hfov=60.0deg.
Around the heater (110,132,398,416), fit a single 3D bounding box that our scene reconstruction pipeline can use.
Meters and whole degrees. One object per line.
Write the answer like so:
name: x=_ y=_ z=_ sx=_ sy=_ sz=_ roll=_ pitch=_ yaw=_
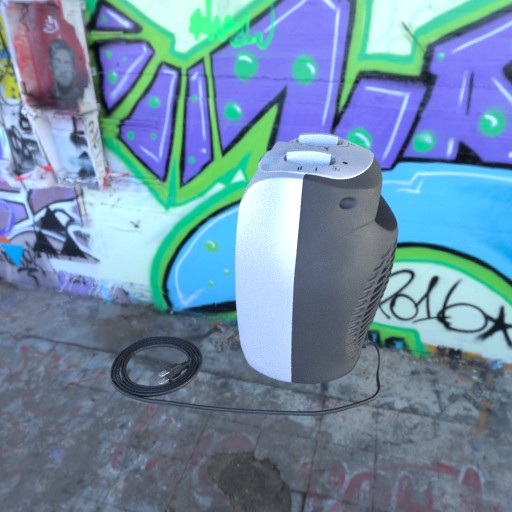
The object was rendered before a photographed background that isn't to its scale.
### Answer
heater: x=0.000 y=0.000 z=0.473 sx=0.291 sy=0.240 sz=0.239 roll=7 pitch=30 yaw=13
